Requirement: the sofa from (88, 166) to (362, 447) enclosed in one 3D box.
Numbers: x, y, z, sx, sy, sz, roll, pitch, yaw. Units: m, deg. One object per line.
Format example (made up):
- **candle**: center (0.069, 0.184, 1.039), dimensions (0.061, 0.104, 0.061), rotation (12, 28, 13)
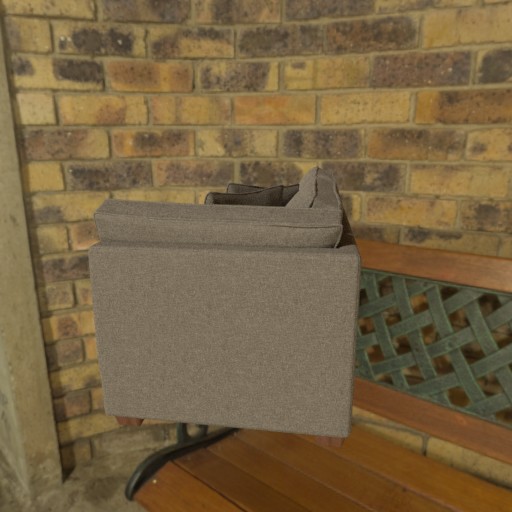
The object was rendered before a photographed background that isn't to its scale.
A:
- **sofa**: center (0.000, 0.000, 2.799), dimensions (1.110, 1.033, 2.237), rotation (2, 15, 8)
